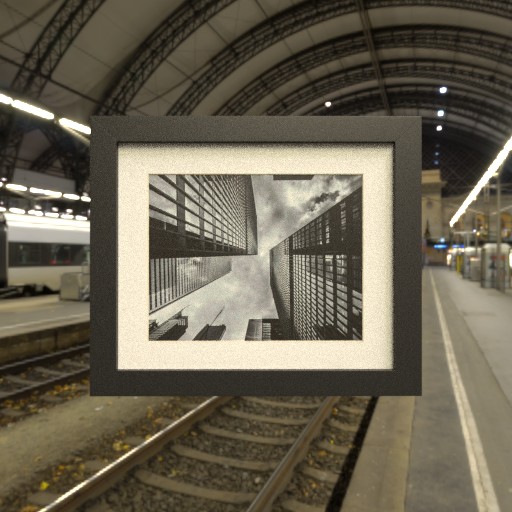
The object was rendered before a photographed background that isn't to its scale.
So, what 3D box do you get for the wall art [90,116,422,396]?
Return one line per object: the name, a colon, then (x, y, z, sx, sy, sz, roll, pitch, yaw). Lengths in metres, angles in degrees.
wall art: (0.000, 0.000, 0.522, 0.381, 0.321, 0.028, 0, 0, 0)
